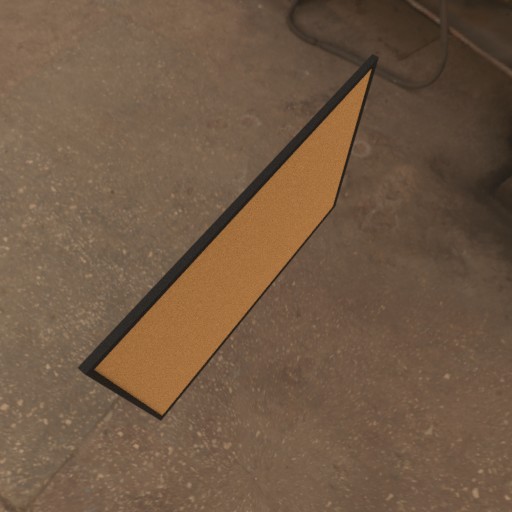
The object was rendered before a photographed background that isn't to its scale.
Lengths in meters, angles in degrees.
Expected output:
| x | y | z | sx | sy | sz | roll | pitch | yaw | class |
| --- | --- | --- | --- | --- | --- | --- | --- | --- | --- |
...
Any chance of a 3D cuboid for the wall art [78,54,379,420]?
| x | y | z | sx | sy | sz | roll | pitch | yaw | class |
| --- | --- | --- | --- | --- | --- | --- | --- | --- | --- |
| 0.000 | 0.000 | 0.835 | 0.013 | 0.458 | 0.664 | 34 | 68 | 16 | wall art |
